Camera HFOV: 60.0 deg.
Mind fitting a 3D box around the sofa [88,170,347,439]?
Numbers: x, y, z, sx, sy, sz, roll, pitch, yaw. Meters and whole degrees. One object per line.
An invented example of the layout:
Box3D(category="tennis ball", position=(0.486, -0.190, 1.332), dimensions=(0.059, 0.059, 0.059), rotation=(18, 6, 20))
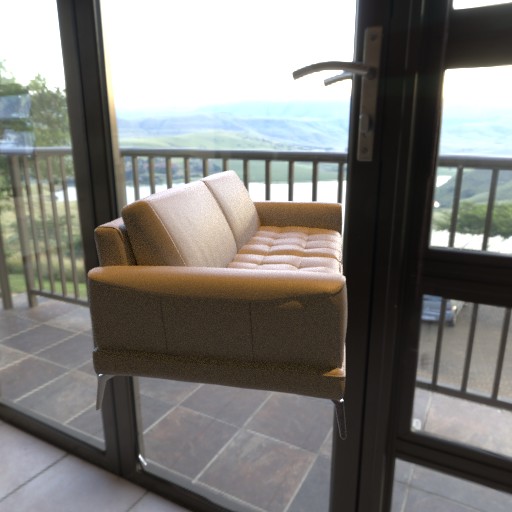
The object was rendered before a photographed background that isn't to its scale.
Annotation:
Box3D(category="sofa", position=(0.000, 0.000, 2.768), dimensions=(1.121, 0.930, 2.177), rotation=(3, 16, 10))
